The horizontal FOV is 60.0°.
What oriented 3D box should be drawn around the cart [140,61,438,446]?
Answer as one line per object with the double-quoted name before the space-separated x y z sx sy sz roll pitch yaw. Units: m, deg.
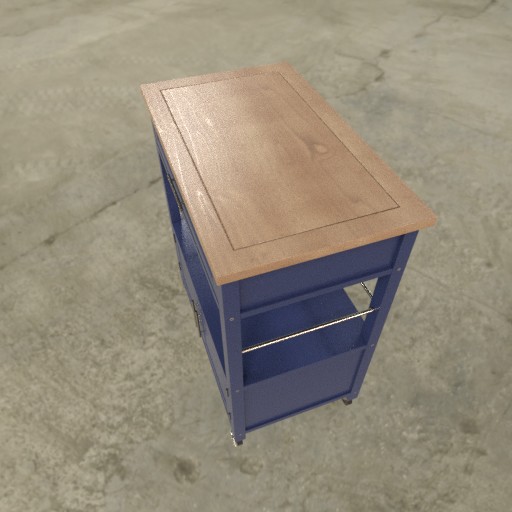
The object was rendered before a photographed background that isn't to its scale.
"cart" 0.000 0.000 1.421 0.459 0.901 0.840 -15 49 -14
